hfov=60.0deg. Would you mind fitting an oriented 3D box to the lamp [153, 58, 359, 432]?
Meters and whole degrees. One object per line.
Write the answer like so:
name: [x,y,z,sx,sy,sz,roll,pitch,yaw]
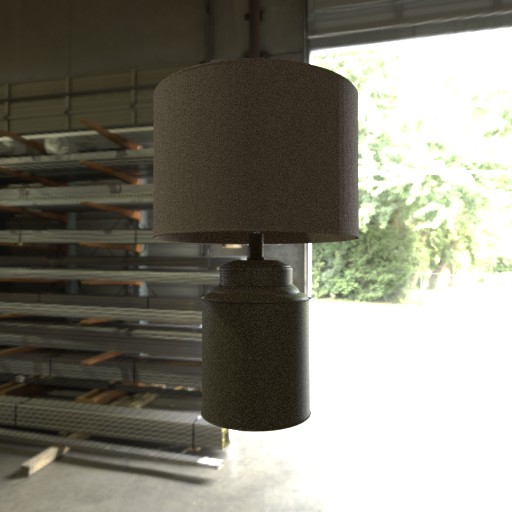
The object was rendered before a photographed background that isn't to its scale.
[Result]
lamp: [0.000,0.000,0.699,0.318,0.486,0.318,0,-1,0]
